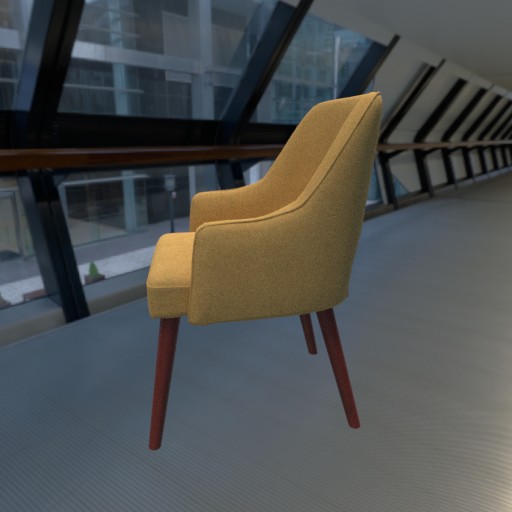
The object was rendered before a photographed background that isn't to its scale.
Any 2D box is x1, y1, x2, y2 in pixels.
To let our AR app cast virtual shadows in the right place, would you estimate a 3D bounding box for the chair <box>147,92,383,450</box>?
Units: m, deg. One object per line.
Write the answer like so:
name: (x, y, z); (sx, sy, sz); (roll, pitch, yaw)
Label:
chair: (0.000, 0.000, 1.231); (0.605, 0.849, 0.548); (-2, 16, -8)
